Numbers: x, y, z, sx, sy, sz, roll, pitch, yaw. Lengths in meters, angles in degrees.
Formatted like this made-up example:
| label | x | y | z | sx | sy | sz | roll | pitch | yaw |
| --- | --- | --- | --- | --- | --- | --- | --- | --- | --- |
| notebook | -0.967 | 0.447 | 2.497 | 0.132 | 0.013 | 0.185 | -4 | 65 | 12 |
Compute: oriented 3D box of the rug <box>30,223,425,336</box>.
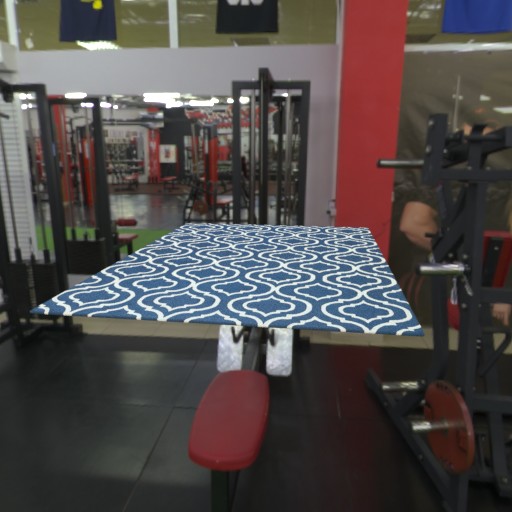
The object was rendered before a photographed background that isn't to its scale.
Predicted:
| label | x | y | z | sx | sy | sz | roll | pitch | yaw |
| --- | --- | --- | --- | --- | --- | --- | --- | --- | --- |
| rug | 0.000 | 0.000 | 2.690 | 1.524 | 0.010 | 2.134 | 2 | 14 | 8 |
